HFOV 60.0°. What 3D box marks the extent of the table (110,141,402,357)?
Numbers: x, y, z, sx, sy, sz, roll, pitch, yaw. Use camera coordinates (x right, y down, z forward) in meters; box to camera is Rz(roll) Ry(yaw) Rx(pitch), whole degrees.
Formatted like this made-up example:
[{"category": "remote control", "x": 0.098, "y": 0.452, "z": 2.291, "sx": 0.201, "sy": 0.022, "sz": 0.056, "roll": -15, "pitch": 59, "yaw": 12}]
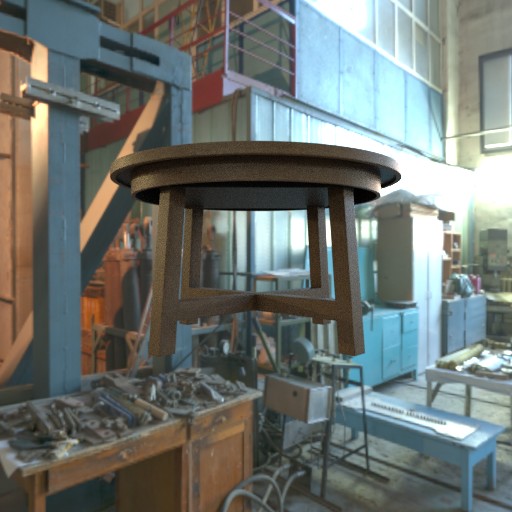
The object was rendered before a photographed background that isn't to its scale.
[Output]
[{"category": "table", "x": 0.000, "y": 0.000, "z": 2.110, "sx": 1.319, "sy": 0.762, "sz": 1.319, "roll": 0, "pitch": 0, "yaw": 0}]
